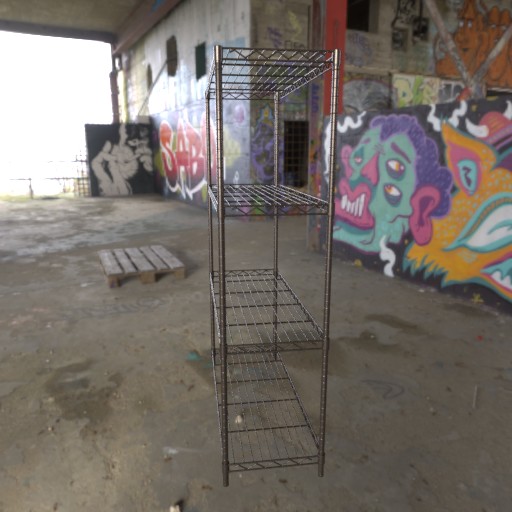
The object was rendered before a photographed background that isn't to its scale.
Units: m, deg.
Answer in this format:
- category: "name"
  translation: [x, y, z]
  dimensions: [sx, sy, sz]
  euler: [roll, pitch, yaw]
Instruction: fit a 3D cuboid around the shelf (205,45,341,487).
- category: "shelf"
  translation: [0.000, 0.000, 1.779]
  dimensions: [0.352, 1.361, 0.907]
  euler: [-2, 13, -8]
